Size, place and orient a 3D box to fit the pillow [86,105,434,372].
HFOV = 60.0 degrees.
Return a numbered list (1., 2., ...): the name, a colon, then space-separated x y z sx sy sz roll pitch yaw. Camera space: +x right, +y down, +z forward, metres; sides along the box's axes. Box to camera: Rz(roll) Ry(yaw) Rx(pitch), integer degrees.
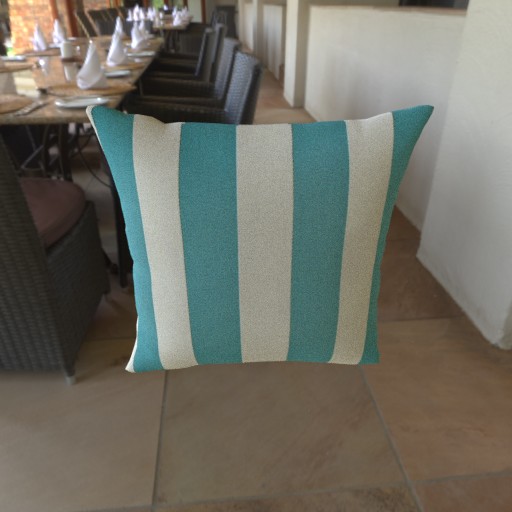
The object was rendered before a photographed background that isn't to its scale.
1. pillow: 0.000 0.000 0.796 0.536 0.526 0.189 -1 30 -2
